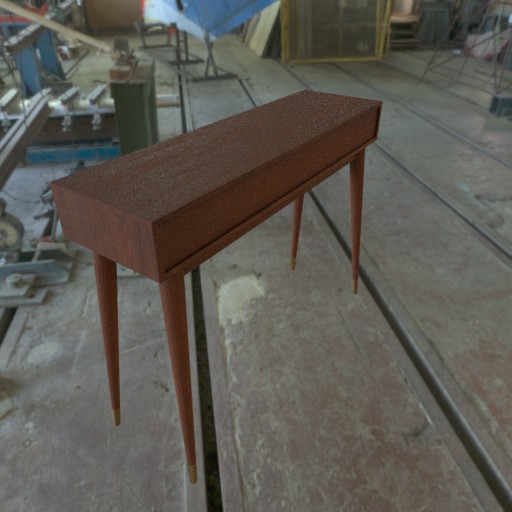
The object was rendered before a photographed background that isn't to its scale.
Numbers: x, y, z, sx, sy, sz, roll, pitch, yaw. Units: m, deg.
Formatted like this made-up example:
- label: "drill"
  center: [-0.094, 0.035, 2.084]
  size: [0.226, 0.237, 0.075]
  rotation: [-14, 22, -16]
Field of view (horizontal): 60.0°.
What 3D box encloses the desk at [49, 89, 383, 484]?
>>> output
- label: "desk"
  center: [0.000, 0.000, 1.625]
  size: [0.384, 0.917, 1.204]
  rotation: [21, 38, 29]
